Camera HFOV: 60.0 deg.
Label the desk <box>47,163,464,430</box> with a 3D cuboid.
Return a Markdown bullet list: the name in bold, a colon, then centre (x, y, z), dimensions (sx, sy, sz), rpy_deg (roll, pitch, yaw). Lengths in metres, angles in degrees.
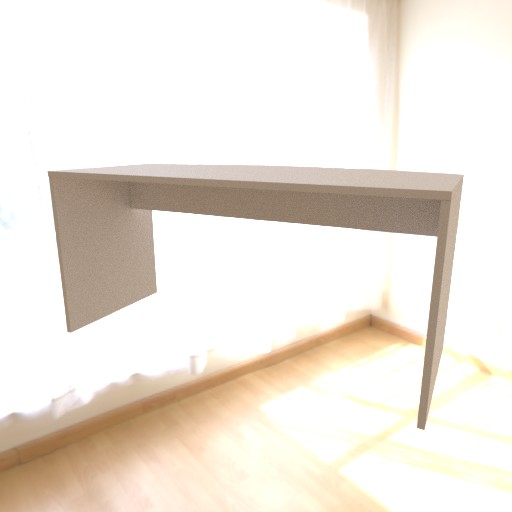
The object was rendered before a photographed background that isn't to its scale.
- **desk**: centre (0.000, 0.000, 1.991), dimensions (1.600, 0.750, 0.802), rpy_deg (8, 17, 26)
